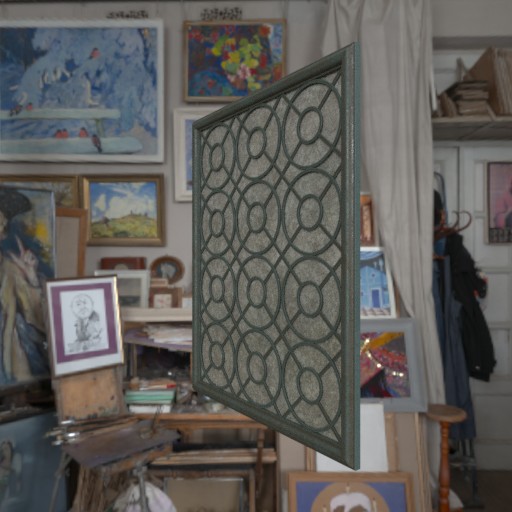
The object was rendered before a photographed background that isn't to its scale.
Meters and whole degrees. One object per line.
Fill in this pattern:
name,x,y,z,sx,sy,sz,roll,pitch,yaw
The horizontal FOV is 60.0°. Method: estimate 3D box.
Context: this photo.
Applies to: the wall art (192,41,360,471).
wall art,0.000,0.000,1.322,0.030,0.983,0.767,0,0,-37
